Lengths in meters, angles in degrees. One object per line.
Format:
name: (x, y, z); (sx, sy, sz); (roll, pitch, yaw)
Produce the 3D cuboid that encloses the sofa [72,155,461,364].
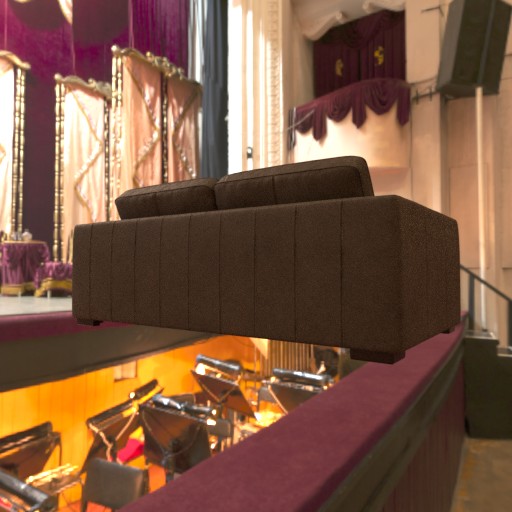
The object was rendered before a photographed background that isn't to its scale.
sofa: (0.000, 0.000, 2.462); (1.920, 0.800, 1.070); (-1, -2, 35)
